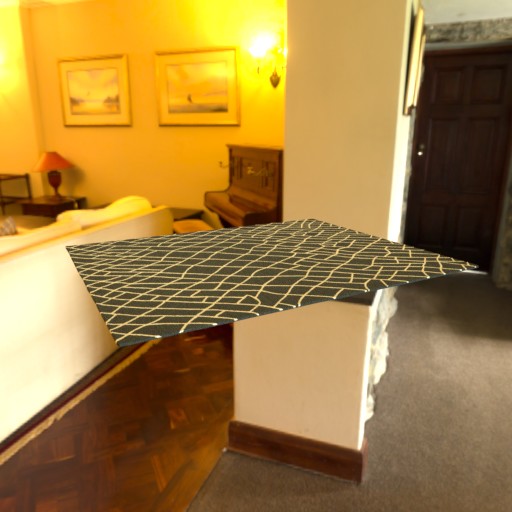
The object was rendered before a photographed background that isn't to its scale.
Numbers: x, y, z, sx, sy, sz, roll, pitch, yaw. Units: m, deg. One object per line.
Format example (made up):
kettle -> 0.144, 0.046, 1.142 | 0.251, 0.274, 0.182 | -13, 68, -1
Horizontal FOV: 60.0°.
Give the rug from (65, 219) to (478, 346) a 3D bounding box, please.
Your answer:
rug -> 0.000, 0.000, 4.128 | 3.047, 0.022, 2.439 | -8, 18, -28
